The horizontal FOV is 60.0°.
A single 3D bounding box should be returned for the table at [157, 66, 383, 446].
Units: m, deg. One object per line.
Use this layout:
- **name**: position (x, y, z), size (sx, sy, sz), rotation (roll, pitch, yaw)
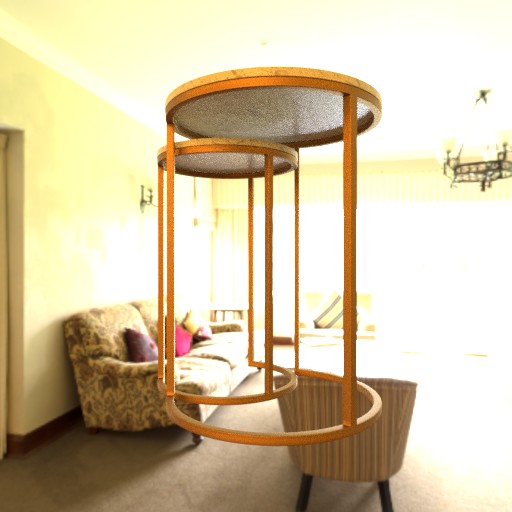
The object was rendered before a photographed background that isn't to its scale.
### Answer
- **table**: position (0.000, 0.000, 0.884), size (0.400, 0.550, 0.507), rotation (0, 0, -37)
